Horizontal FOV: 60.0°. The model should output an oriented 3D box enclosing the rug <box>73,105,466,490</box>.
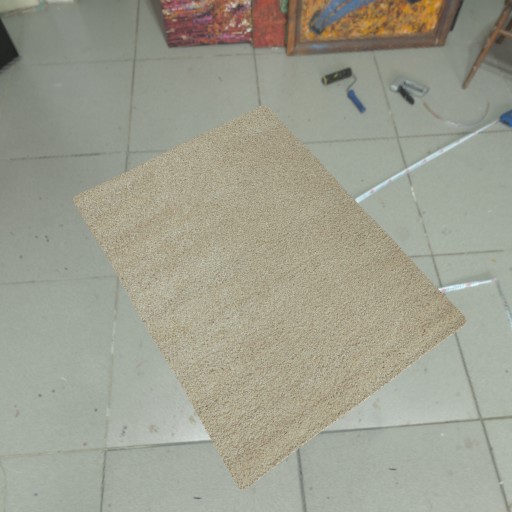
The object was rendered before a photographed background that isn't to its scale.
[{"bbox_3d":[0.000,0.000,2.118,1.199,0.025,1.600,-31,66,-15],"label":"rug"}]
